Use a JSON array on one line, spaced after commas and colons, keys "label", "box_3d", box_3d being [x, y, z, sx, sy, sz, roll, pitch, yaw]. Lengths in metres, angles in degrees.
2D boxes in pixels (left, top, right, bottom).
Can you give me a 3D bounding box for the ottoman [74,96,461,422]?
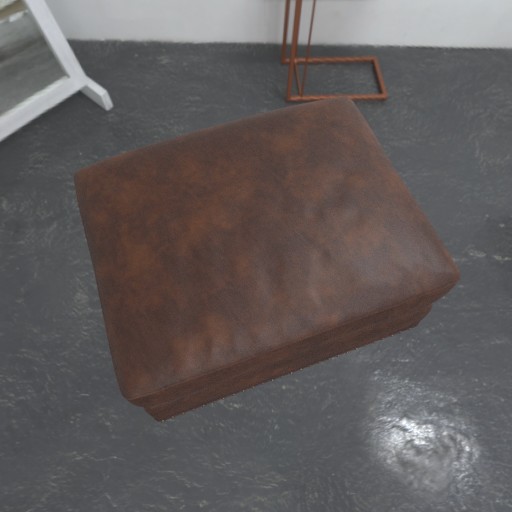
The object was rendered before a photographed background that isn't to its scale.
[{"label": "ottoman", "box_3d": [0.000, 0.000, 1.150, 0.742, 0.486, 0.586, -18, 65, -9]}]
